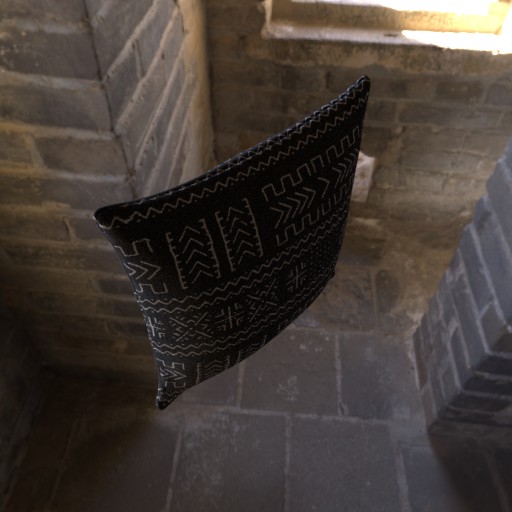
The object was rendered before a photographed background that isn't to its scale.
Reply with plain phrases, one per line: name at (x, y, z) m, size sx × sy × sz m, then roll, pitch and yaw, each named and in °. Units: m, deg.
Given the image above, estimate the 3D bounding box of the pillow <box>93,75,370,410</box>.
pillow at (0.000, 0.000, 0.677) m, size 0.438 × 0.430 × 0.164 m, roll -34°, pitch 55°, yaw -28°
